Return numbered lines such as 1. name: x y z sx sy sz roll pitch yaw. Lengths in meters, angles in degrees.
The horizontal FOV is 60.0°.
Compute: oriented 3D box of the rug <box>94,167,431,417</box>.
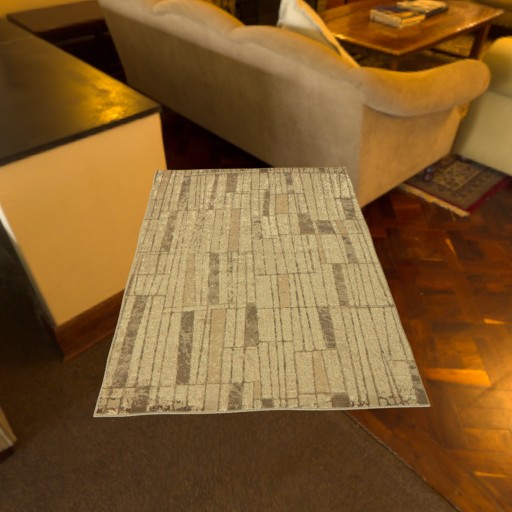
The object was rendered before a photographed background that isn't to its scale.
1. rug: 0.000 0.000 4.442 2.449 0.019 3.357 -1 42 -1
